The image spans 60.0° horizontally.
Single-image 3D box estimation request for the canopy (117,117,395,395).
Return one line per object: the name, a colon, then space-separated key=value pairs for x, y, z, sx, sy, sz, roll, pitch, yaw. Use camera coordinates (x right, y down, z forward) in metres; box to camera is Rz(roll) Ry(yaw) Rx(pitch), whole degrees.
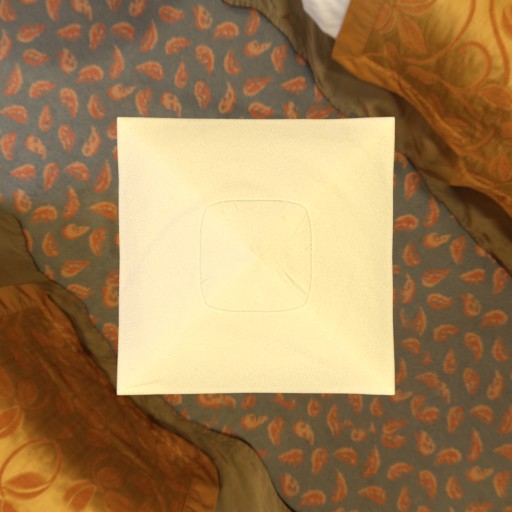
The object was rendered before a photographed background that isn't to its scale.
canopy: x=0.000 y=0.000 z=5.476 sx=2.998 sy=2.997 sz=2.996 roll=0 pitch=90 yaw=0
